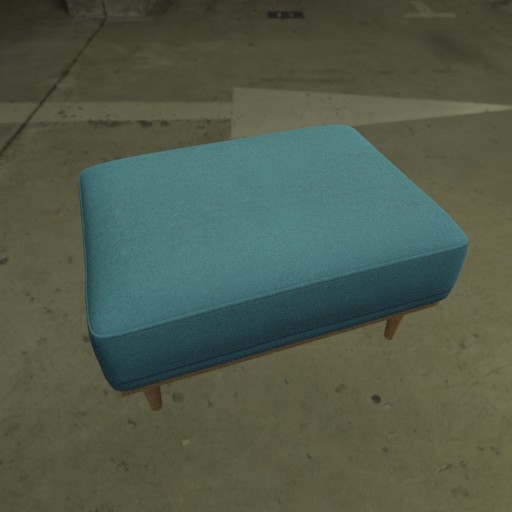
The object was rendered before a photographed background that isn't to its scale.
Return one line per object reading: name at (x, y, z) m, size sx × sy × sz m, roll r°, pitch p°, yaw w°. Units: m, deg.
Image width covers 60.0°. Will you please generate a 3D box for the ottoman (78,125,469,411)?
ottoman at (0.000, 0.000, 1.073) m, size 0.749 × 0.428 × 0.549 m, roll -13°, pitch 44°, yaw -14°
